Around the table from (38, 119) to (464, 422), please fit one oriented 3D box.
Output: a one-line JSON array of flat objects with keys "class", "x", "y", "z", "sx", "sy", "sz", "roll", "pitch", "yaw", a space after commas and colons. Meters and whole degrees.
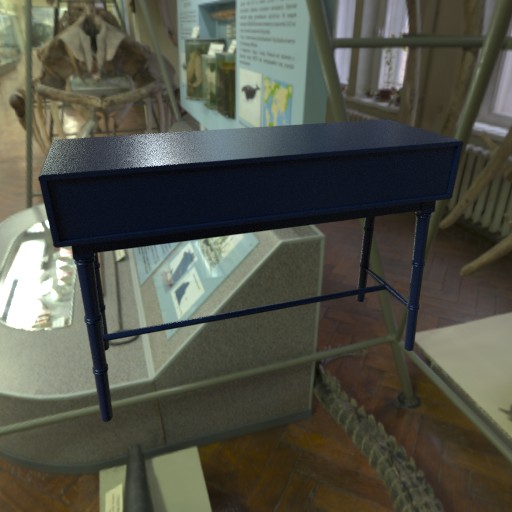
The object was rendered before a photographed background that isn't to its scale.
[{"class": "table", "x": 0.000, "y": 0.000, "z": 1.443, "sx": 1.118, "sy": 0.749, "sz": 0.399, "roll": -8, "pitch": 28, "yaw": -16}]
